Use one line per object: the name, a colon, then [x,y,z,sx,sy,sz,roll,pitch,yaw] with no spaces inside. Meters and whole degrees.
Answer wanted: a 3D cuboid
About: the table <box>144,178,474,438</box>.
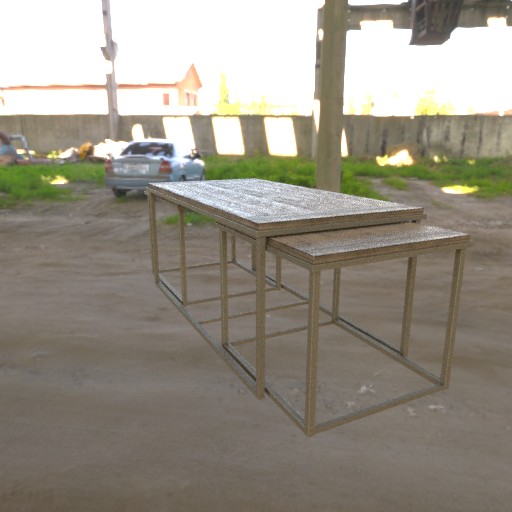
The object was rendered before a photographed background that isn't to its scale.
table: [0.000,0.000,1.505,0.489,0.427,1.312,-7,17,-26]
